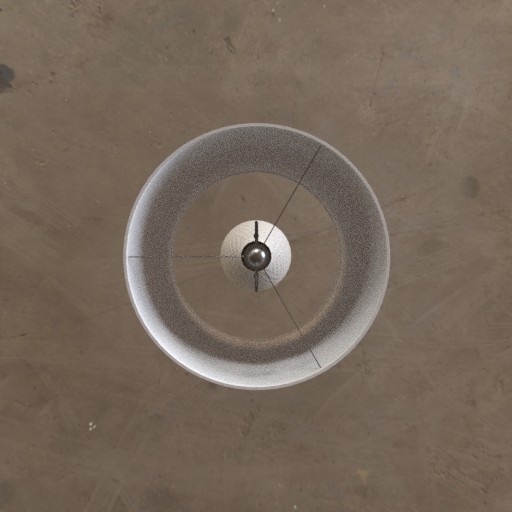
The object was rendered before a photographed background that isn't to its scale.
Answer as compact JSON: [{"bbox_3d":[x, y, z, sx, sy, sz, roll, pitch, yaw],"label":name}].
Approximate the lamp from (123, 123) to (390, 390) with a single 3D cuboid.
[{"bbox_3d":[0.000,0.000,0.581,0.214,0.466,0.214,0,90,0],"label":"lamp"}]
